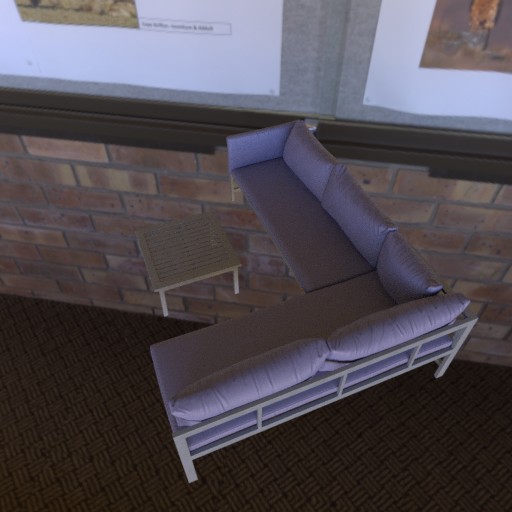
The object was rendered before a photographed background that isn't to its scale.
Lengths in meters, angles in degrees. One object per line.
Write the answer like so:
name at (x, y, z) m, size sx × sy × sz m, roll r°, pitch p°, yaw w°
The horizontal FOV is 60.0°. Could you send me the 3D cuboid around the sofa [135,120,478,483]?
sofa at (0.000, 0.000, 2.983) m, size 1.658 × 0.762 × 2.149 m, roll -17°, pitch 49°, yaw -15°
